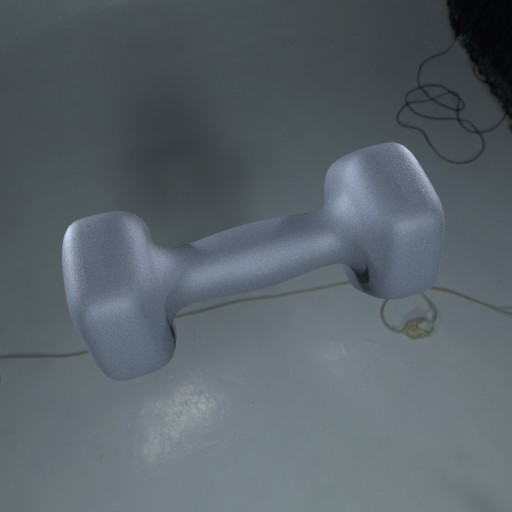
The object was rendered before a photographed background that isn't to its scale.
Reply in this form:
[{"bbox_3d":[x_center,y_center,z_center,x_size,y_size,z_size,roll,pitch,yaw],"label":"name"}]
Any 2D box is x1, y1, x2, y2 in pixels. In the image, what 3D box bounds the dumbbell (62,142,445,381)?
[{"bbox_3d":[0.000,0.000,0.304,0.240,0.105,0.116,-15,65,-7],"label":"dumbbell"}]
